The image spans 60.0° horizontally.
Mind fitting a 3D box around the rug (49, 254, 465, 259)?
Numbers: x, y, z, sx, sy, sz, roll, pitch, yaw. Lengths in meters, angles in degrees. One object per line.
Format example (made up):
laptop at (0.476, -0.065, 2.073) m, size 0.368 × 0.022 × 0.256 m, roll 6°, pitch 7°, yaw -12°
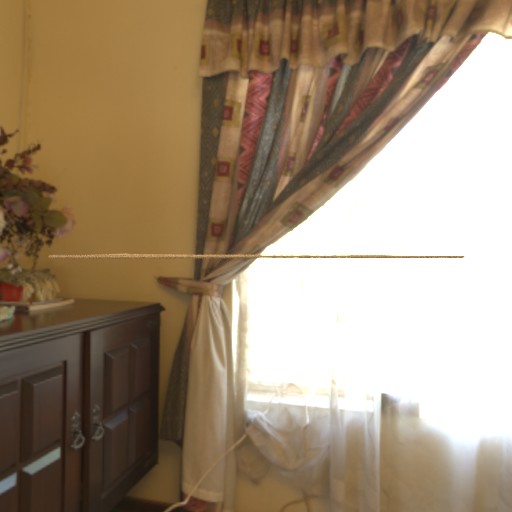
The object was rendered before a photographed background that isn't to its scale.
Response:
rug at (0.000, 0.000, 2.842) m, size 1.624 × 0.030 × 2.264 m, roll 0°, pitch 0°, yaw 0°
